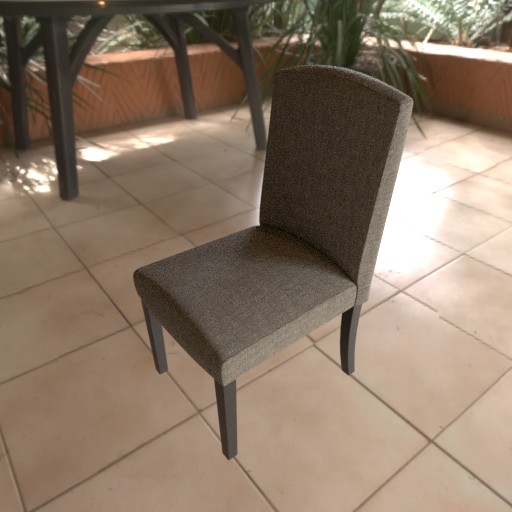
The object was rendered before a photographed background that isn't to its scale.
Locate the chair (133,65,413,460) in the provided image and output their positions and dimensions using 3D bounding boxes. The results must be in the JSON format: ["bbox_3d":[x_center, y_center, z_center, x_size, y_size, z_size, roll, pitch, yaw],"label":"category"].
[{"bbox_3d":[0.000,0.000,1.225,0.580,0.917,0.451,-23,40,-31],"label":"chair"}]
